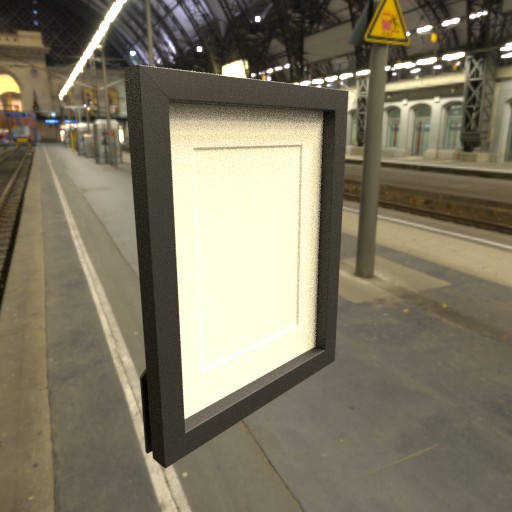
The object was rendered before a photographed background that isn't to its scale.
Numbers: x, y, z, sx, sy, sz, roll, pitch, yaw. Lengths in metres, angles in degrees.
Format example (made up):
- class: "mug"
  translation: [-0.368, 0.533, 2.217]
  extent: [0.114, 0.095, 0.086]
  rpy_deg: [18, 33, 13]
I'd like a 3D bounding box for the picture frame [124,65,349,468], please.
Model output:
- class: "picture frame"
  translation: [0.000, 0.000, 0.520]
  extent: [0.036, 0.383, 0.307]
  rpy_deg: [14, 21, 42]
